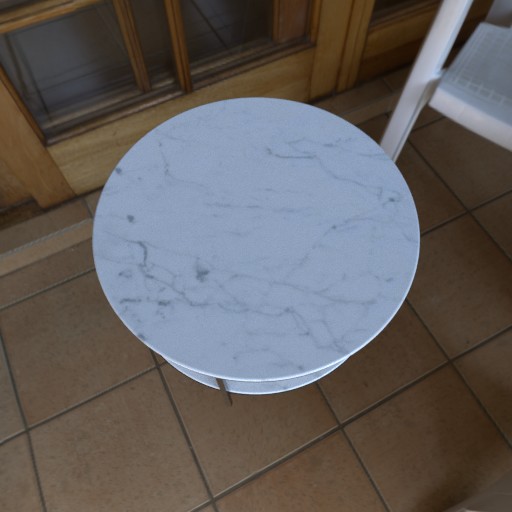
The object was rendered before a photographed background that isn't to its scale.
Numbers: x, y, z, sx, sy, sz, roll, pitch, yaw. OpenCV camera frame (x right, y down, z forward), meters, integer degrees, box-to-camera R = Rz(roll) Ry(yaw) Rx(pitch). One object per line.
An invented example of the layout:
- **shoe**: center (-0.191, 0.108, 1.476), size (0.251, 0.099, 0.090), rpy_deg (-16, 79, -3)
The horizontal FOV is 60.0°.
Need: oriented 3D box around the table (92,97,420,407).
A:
- **table**: center (0.000, 0.000, 1.296), size (0.800, 0.450, 0.800), rpy_deg (0, 64, 0)
